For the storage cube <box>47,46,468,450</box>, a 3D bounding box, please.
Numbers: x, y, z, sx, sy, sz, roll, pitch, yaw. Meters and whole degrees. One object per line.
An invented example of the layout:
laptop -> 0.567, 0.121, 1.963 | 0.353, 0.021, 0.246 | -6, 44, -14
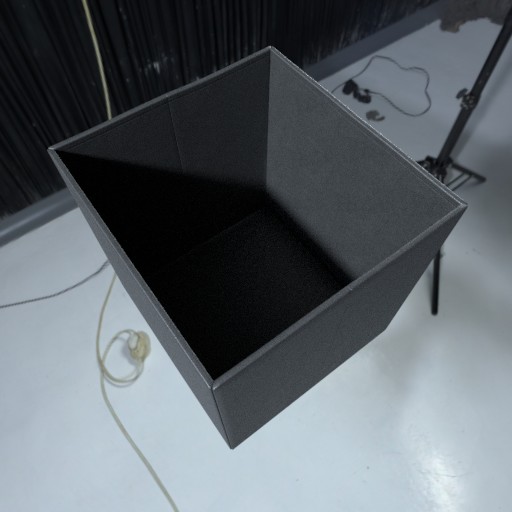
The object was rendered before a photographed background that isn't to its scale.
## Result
storage cube -> 0.000, 0.000, 0.497 | 0.270, 0.280, 0.270 | -32, 64, -18
